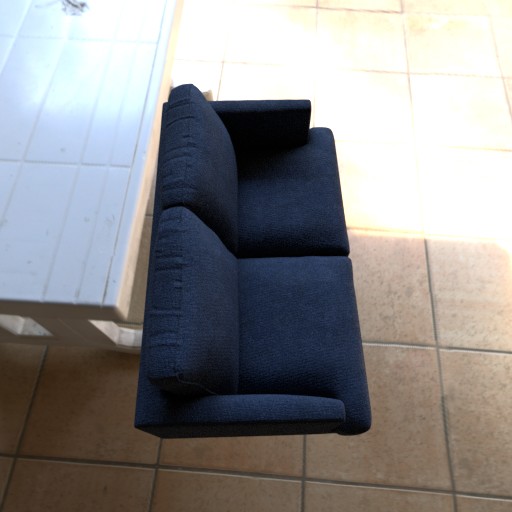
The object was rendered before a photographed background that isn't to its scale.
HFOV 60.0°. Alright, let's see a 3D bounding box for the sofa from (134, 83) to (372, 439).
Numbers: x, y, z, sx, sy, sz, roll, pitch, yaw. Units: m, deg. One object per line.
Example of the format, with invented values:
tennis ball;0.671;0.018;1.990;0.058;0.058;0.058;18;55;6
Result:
sofa;0.000;0.000;2.094;0.903;0.944;1.582;-1;64;-1
